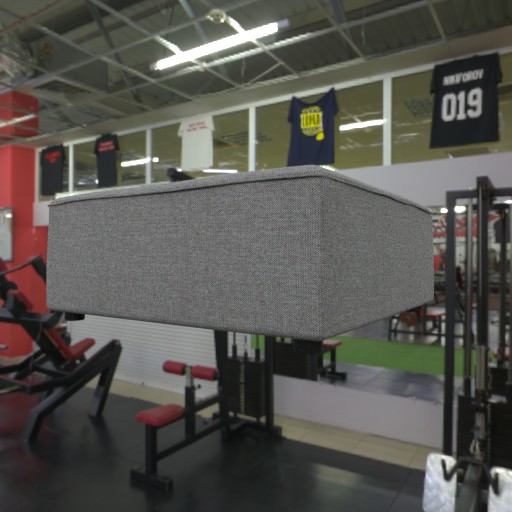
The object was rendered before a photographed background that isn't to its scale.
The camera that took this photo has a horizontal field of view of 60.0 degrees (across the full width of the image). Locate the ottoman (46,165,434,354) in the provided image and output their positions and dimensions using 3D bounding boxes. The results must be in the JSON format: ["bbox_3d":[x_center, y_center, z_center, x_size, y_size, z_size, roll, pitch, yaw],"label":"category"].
[{"bbox_3d":[0.000,0.000,1.584,1.023,0.423,1.017,0,0,35],"label":"ottoman"}]
